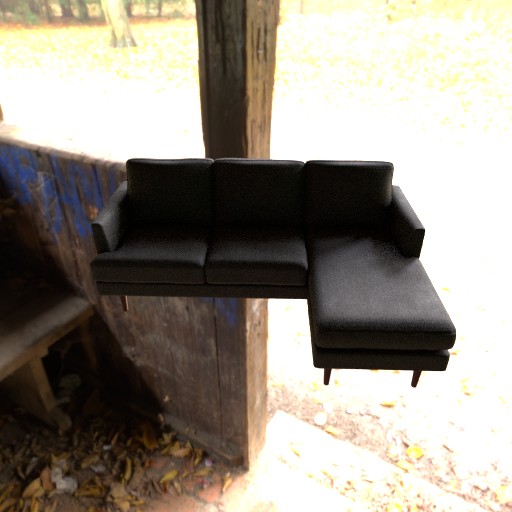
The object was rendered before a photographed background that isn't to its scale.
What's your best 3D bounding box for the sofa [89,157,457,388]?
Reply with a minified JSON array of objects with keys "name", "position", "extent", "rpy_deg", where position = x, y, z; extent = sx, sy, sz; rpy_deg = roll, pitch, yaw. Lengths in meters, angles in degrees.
[{"name":"sofa","position":[0.000,0.000,3.021],"extent":[2.233,0.956,1.504],"rpy_deg":[1,32,2]}]
